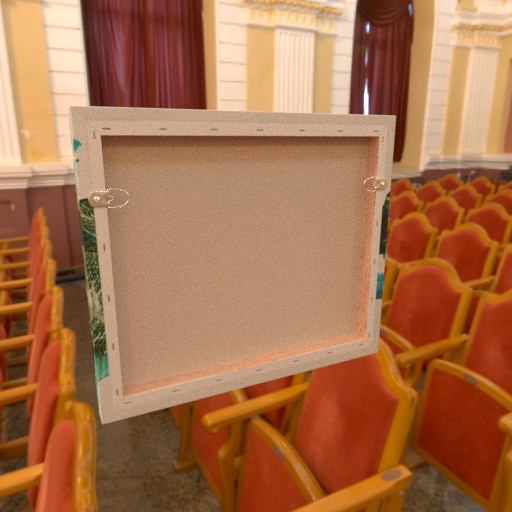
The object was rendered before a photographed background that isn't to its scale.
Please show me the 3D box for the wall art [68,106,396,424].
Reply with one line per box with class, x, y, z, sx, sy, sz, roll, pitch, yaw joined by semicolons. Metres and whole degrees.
wall art;0.000;0.000;0.703;0.507;0.435;0.041;-7;16;-25
